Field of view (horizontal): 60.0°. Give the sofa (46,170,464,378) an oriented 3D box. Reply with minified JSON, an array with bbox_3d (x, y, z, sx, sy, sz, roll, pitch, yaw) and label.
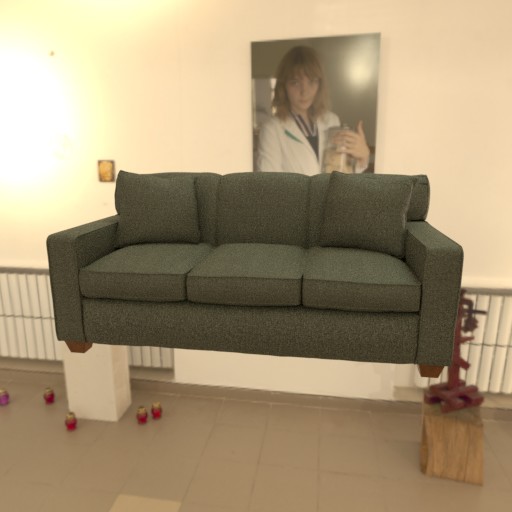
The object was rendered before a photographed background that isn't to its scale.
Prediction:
[{"bbox_3d":[0.000,0.000,2.558,2.024,0.958,0.997,2,13,8],"label":"sofa"}]
